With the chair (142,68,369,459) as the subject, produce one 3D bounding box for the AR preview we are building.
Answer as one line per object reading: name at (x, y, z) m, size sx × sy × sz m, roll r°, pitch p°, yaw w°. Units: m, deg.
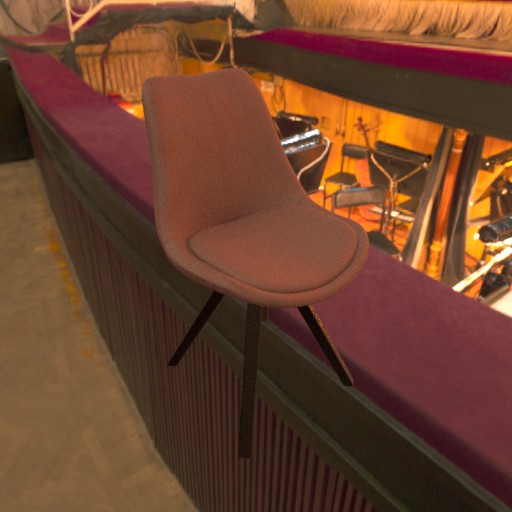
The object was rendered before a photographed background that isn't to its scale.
chair at (0.000, 0.000, 1.188) m, size 0.483 × 0.865 × 0.547 m, roll -21°, pitch 37°, yaw -32°
